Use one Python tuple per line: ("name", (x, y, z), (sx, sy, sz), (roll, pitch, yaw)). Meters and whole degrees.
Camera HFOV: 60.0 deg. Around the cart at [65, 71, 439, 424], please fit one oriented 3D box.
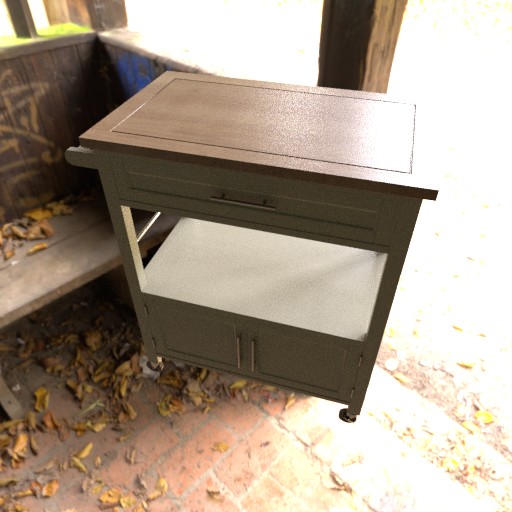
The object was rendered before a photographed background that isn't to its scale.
("cart", (0.000, 0.000, 1.366), (0.840, 0.901, 0.459), (11, 42, 12))
